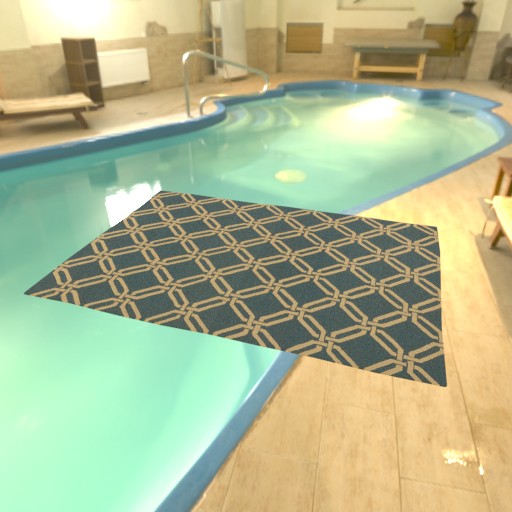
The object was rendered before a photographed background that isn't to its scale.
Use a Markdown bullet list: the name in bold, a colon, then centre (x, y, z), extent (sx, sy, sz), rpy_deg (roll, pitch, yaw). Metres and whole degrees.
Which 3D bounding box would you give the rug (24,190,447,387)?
- **rug**: centre (0.000, 0.000, 2.693), extent (2.135, 0.013, 1.524), rpy_deg (9, 32, 15)
